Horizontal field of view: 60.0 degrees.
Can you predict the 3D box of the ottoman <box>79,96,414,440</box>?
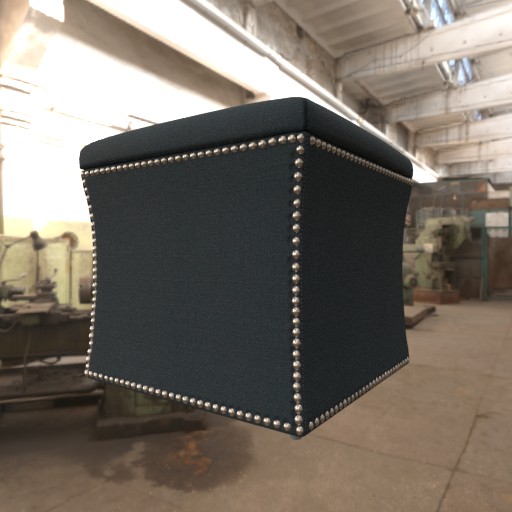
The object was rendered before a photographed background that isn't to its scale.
[{"bbox_3d":[0.000,0.000,0.888,0.507,0.475,0.497,1,1,35],"label":"ottoman"}]
